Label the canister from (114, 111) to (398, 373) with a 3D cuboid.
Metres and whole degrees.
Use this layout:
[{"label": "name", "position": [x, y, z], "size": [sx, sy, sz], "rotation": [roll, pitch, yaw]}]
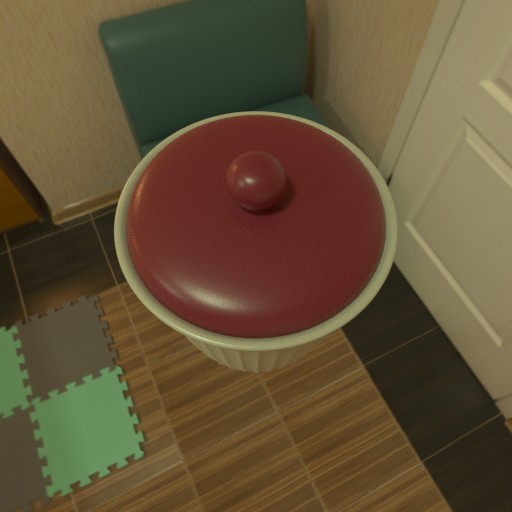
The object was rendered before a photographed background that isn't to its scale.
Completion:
[{"label": "canister", "position": [0.000, 0.000, 0.337], "size": [0.181, 0.211, 0.181], "rotation": [0, 61, 0]}]
